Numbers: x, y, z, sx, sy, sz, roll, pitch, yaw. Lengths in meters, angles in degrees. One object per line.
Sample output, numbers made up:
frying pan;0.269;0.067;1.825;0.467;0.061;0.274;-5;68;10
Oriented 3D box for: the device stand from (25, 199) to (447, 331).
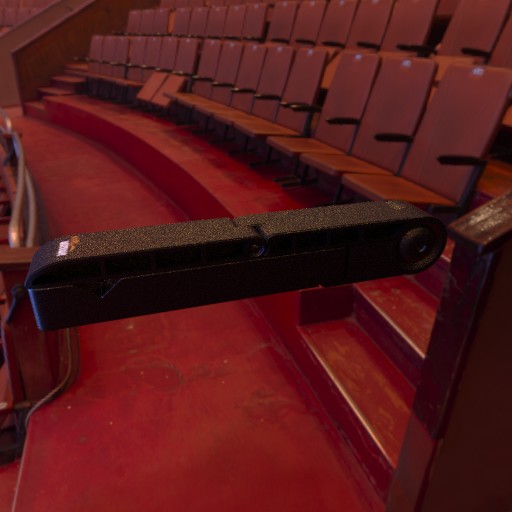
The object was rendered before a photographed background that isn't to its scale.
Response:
device stand;0.000;0.000;0.193;0.179;0.030;0.026;-8;27;-15
